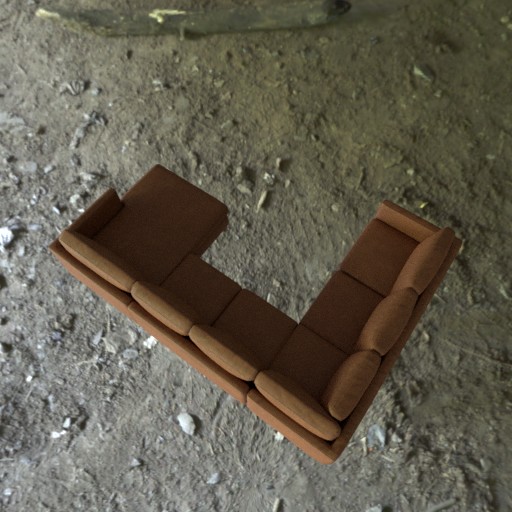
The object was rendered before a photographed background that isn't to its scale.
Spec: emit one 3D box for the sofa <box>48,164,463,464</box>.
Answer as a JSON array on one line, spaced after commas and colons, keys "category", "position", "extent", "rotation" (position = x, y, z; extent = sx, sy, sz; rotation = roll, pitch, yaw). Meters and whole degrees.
[{"category": "sofa", "position": [0.000, 0.000, 4.772], "extent": [3.460, 0.923, 2.593], "rotation": [33, 68, 15]}]
